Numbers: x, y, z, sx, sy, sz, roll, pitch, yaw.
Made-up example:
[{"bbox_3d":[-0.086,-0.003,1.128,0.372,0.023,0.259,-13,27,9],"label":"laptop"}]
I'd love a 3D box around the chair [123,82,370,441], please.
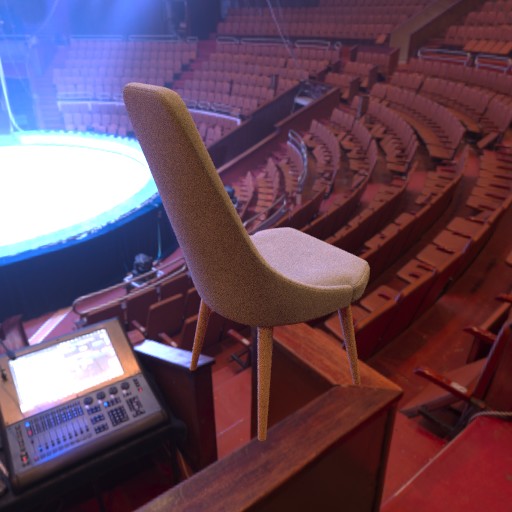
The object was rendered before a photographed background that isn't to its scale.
[{"bbox_3d":[0.000,0.000,1.389,0.660,1.040,0.510,-19,32,-34],"label":"chair"}]
